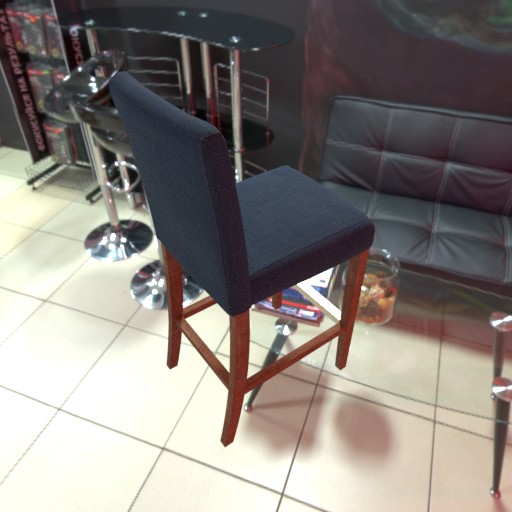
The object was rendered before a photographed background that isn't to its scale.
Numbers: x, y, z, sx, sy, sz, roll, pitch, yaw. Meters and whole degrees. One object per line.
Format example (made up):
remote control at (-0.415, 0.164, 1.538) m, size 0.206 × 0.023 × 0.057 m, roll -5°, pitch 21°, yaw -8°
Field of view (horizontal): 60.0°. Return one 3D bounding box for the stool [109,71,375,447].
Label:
stool at (0.000, 0.000, 1.361) m, size 0.574 × 1.088 × 0.454 m, roll -25°, pitch 46°, yaw -27°
